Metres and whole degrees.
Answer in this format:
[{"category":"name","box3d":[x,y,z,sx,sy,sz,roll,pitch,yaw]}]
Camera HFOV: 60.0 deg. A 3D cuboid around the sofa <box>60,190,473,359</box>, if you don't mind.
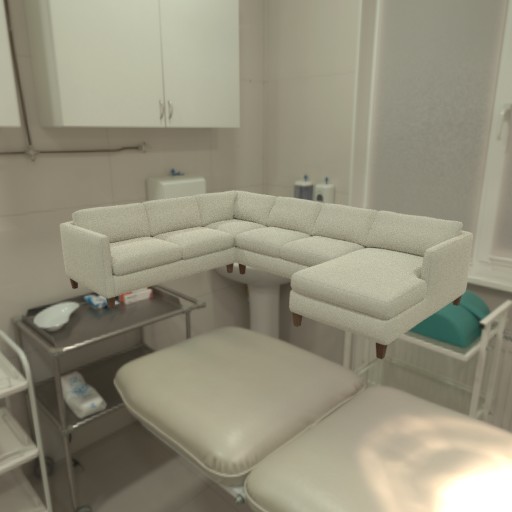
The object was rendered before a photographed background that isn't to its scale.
[{"category":"sofa","box3d":[0.000,0.000,4.388,3.238,0.853,2.551,15,22,42]}]
